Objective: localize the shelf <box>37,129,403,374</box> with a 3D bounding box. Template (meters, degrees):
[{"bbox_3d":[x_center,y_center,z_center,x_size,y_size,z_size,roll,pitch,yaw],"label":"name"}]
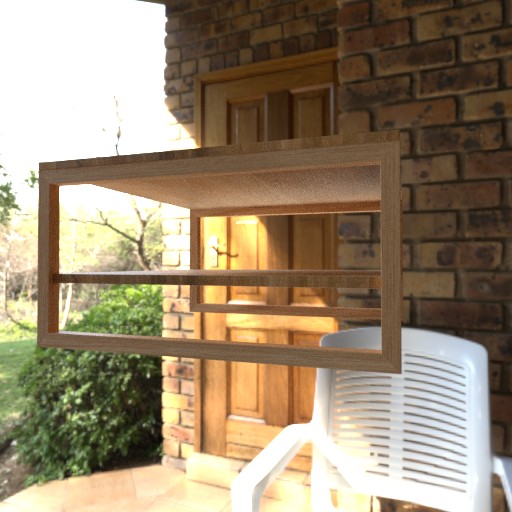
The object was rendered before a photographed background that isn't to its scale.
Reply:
[{"bbox_3d":[0.000,0.000,1.437,0.899,0.480,0.899,0,-1,19],"label":"shelf"}]
